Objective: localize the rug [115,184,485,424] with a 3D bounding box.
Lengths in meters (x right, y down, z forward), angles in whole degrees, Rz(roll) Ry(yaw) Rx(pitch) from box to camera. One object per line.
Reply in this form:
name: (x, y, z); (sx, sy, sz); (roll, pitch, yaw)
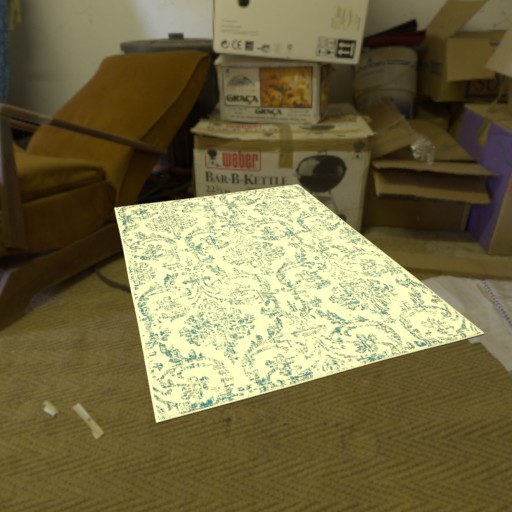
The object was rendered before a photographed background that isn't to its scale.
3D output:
rug: (0.000, 0.000, 2.822); (1.586, 0.014, 2.197); (-10, 31, -17)
